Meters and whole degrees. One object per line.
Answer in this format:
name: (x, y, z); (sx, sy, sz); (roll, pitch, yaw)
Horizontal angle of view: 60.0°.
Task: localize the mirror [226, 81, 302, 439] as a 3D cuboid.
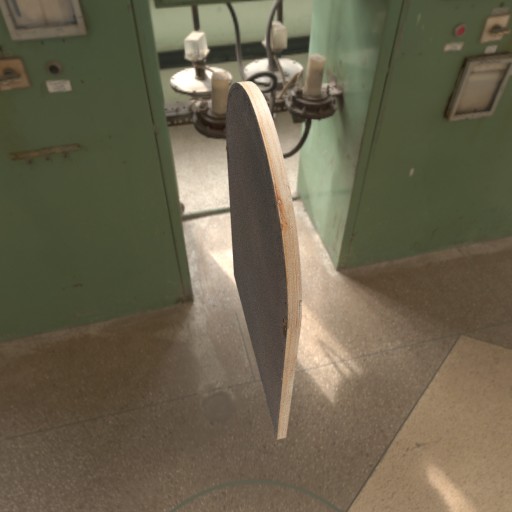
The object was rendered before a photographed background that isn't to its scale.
mirror: (0.000, 0.000, 1.207); (0.032, 0.920, 0.660); (-10, 48, -9)
